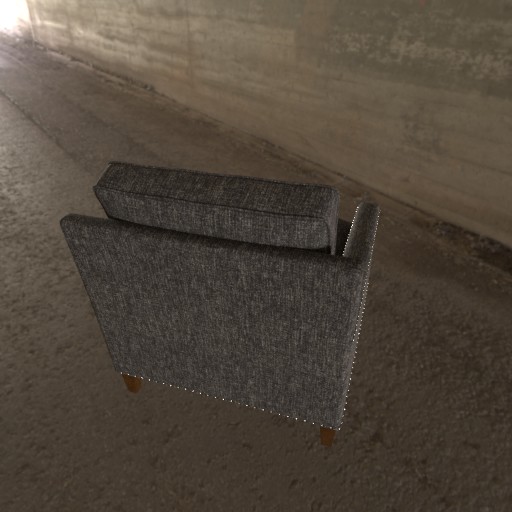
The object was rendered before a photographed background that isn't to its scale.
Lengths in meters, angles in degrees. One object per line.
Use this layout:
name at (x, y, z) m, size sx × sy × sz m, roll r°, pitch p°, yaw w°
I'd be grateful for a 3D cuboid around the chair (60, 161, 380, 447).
chair at (0.000, 0.000, 1.708) m, size 0.853 × 0.943 × 1.014 m, roll 10°, pitch 33°, yaw 15°
